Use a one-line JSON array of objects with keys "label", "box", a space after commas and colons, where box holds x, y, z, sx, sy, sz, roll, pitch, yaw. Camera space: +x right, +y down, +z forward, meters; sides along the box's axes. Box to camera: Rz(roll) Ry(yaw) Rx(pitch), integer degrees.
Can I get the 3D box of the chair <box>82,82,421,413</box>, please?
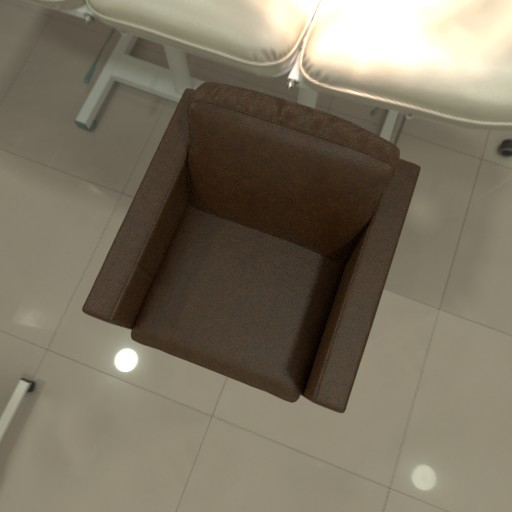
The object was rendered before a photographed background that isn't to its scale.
[{"label": "chair", "box": [0.000, 0.000, 1.669, 0.890, 0.956, 0.909, 20, 77, 5]}]
